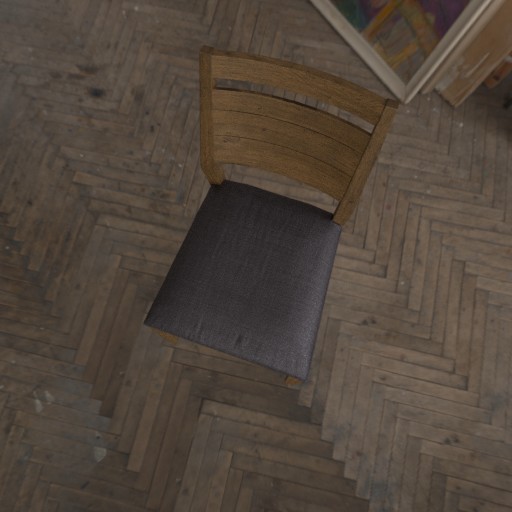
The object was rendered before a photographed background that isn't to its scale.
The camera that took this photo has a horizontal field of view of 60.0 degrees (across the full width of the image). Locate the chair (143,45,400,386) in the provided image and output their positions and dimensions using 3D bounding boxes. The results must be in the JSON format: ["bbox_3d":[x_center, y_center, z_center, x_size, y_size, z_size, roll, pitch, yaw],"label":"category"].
[{"bbox_3d":[0.000,0.000,1.289,0.501,0.939,0.610,18,75,5],"label":"chair"}]
